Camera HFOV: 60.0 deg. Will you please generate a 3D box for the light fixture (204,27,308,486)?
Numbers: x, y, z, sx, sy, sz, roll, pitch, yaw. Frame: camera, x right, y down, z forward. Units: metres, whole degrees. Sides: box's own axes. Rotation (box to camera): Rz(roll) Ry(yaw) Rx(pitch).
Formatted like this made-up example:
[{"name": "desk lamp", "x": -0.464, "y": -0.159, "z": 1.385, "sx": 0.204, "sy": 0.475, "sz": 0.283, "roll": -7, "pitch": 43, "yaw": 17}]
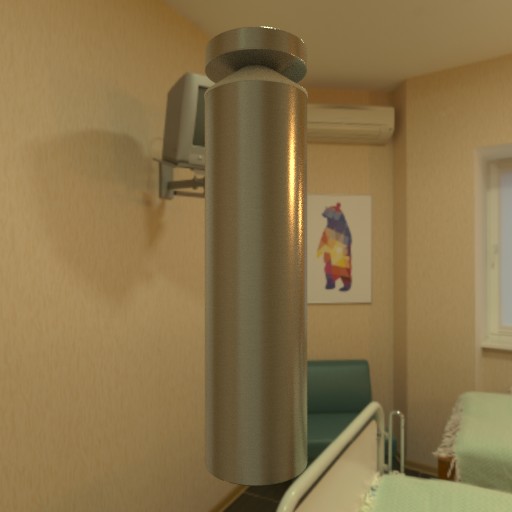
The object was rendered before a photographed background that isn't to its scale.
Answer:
[{"name": "light fixture", "x": 0.000, "y": 0.000, "z": 0.436, "sx": 0.102, "sy": 0.400, "sz": 0.102, "roll": 0, "pitch": 0, "yaw": -1}]
